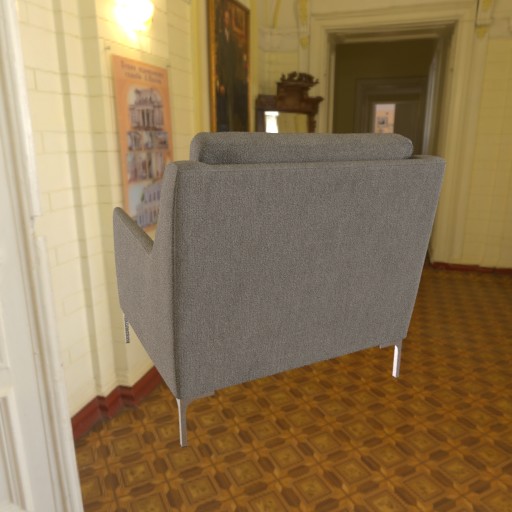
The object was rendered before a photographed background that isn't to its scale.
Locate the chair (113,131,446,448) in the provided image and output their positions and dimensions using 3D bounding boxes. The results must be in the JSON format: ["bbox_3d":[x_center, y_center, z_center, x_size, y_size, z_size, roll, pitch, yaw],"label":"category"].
[{"bbox_3d":[0.000,0.000,1.552,0.847,0.828,0.849,-8,17,-27],"label":"chair"}]
